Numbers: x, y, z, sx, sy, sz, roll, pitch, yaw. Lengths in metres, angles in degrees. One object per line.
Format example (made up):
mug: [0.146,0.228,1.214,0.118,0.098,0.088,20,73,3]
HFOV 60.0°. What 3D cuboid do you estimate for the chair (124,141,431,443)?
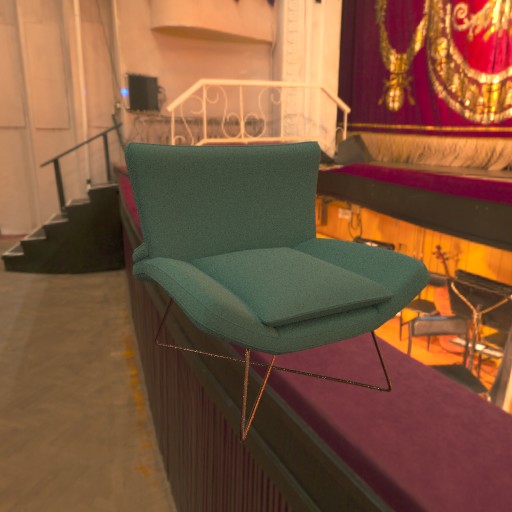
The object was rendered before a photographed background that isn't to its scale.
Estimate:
chair: [0.000,0.000,1.721,0.859,0.855,1.008,-8,17,-27]
